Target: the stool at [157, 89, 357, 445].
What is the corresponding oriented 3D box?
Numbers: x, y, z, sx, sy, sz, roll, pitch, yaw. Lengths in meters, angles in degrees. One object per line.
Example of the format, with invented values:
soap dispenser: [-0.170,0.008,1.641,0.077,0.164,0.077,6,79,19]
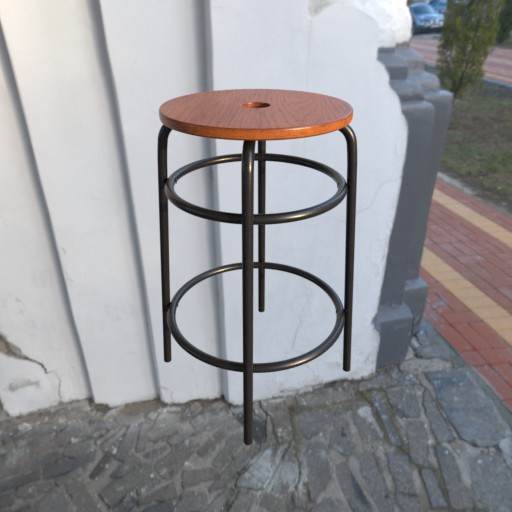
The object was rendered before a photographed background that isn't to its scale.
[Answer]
stool: [0.000,0.000,0.928,0.455,0.610,0.455,2,30,4]
